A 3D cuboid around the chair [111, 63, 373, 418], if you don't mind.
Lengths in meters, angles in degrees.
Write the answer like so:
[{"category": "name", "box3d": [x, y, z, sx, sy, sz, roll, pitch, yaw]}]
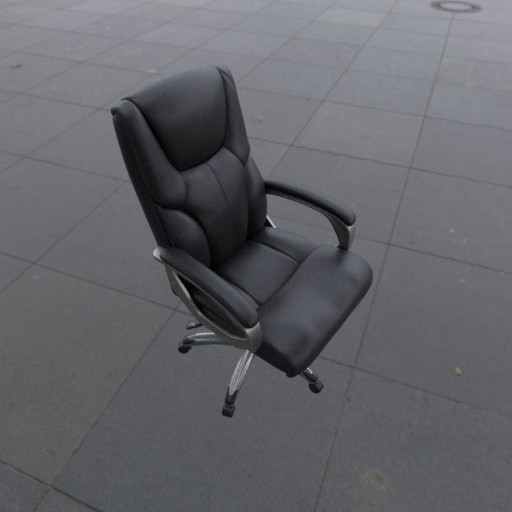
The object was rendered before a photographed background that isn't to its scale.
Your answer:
[{"category": "chair", "box3d": [0.000, 0.000, 1.602, 0.739, 1.155, 0.663, 27, 48, 27]}]
